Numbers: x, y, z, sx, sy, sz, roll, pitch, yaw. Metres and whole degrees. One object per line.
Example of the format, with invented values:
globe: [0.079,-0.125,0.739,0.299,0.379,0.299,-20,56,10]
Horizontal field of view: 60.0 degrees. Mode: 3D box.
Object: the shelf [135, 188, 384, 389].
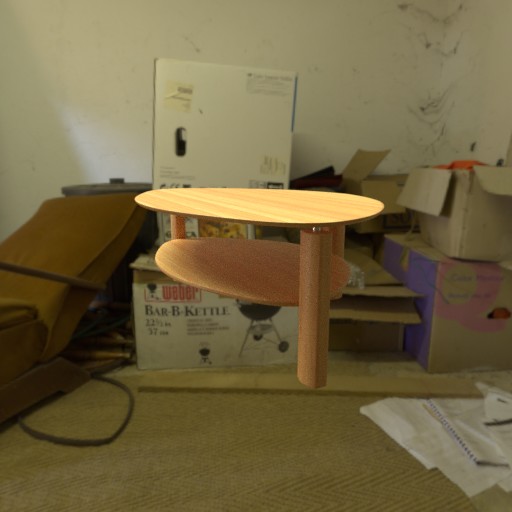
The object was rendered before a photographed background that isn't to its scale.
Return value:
shelf: [0.000,0.000,1.689,0.845,0.440,1.246,-7,14,-27]
